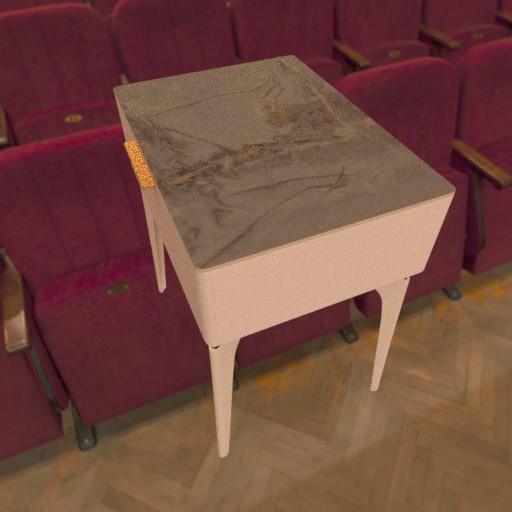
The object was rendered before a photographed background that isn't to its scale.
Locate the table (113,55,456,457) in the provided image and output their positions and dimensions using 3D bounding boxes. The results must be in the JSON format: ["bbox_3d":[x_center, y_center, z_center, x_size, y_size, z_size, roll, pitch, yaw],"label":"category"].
[{"bbox_3d":[0.000,0.000,0.912,0.400,0.570,0.500,-17,48,-16],"label":"table"}]
